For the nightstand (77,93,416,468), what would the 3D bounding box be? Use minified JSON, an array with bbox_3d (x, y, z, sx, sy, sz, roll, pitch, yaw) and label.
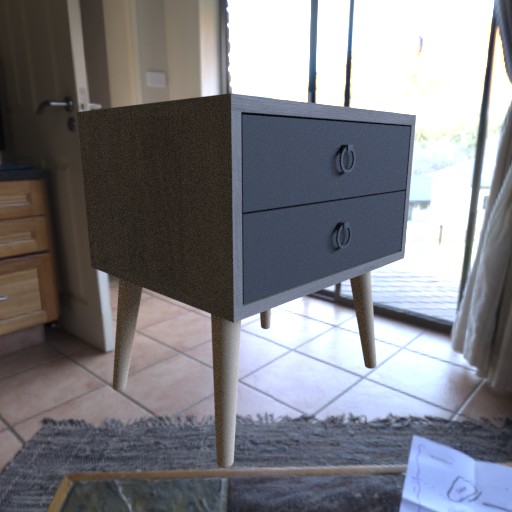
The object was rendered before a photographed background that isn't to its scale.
[{"bbox_3d":[0.000,0.000,0.814,0.380,0.500,0.450,13,19,42],"label":"nightstand"}]
